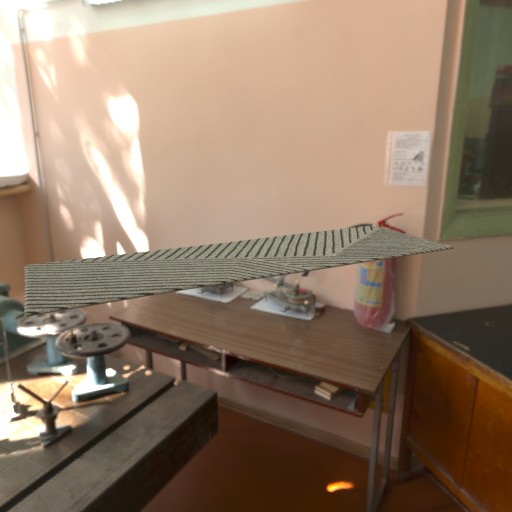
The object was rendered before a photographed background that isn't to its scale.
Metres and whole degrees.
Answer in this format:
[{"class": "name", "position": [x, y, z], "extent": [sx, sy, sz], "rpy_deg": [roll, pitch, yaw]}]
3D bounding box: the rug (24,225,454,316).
[{"class": "rug", "position": [0.000, 0.000, 2.614], "extent": [2.439, 0.020, 0.773], "rpy_deg": [-8, 17, -26]}]
